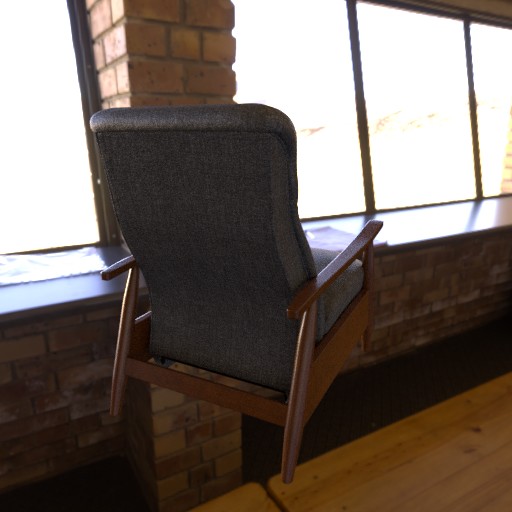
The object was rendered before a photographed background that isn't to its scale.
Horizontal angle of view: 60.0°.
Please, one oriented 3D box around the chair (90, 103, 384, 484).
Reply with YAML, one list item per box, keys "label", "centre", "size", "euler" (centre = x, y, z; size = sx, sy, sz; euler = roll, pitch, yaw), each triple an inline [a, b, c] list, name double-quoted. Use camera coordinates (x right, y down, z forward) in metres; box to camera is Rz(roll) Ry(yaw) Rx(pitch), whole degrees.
- label: "chair"
  centre: [0.000, 0.000, 1.746]
  size: [0.762, 1.082, 1.030]
  euler: [8, 18, 27]
